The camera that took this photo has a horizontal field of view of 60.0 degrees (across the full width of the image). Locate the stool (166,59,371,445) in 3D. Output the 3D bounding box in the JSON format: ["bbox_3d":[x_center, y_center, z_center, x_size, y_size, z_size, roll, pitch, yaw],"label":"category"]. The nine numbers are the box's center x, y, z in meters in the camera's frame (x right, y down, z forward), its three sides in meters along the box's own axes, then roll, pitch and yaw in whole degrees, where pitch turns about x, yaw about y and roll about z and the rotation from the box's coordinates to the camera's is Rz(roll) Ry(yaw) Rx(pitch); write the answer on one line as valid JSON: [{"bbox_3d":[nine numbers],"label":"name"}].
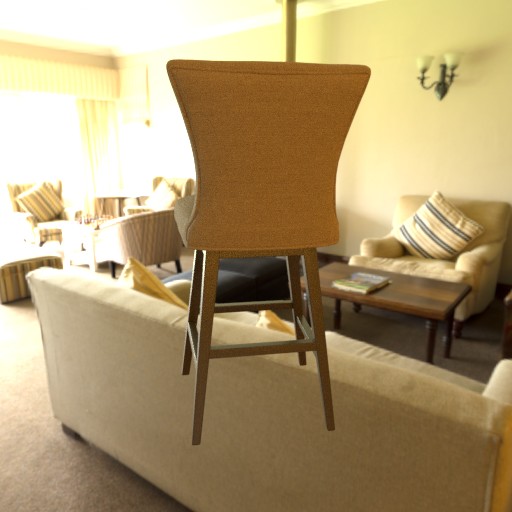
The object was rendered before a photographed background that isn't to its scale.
[{"bbox_3d":[0.000,0.000,1.427,0.514,1.086,0.574,-2,14,-9],"label":"stool"}]
